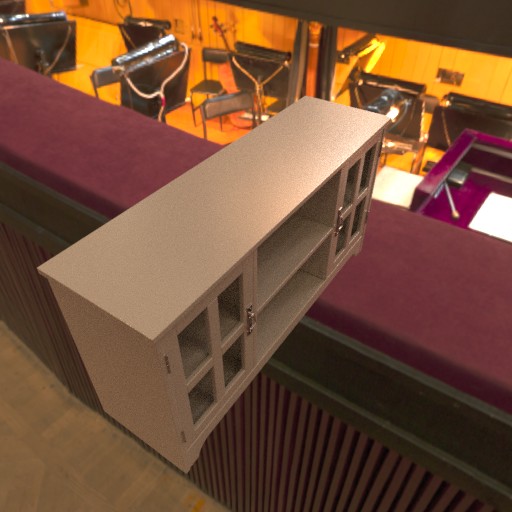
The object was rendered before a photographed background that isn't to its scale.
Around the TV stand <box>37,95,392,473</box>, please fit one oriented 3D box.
[{"bbox_3d":[0.000,0.000,1.440,0.344,0.603,1.167,24,47,25],"label":"TV stand"}]
